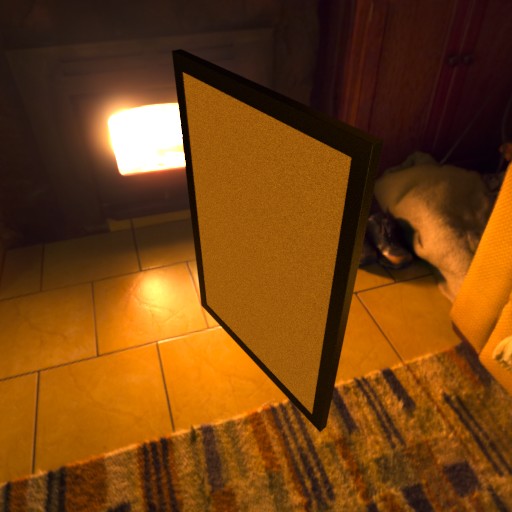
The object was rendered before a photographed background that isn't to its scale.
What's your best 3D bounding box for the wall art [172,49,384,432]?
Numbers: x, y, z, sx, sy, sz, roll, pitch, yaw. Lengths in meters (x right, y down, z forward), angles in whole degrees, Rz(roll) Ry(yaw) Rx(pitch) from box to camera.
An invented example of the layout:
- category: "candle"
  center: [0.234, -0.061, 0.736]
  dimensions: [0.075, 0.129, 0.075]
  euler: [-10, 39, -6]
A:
- category: "wall art"
  center: [0.000, 0.000, 0.569]
  dimensions: [0.013, 0.432, 0.304]
  euler: [-27, 47, -28]
